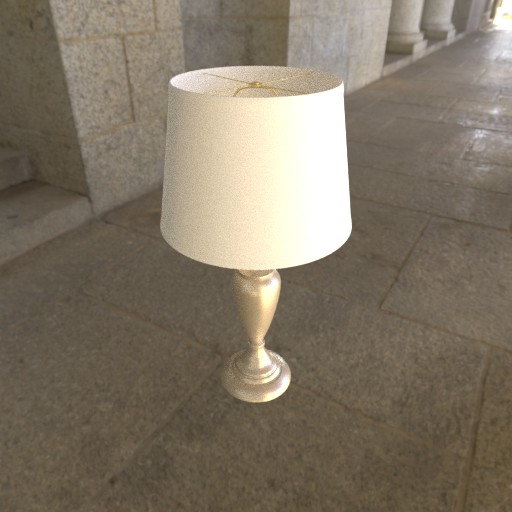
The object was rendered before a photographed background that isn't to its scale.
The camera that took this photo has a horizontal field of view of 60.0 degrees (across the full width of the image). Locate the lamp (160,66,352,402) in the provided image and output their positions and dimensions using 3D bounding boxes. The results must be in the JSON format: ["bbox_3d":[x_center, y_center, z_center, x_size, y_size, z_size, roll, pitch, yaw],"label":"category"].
[{"bbox_3d":[0.000,0.000,0.814,0.328,0.612,0.328,0,31,0],"label":"lamp"}]
